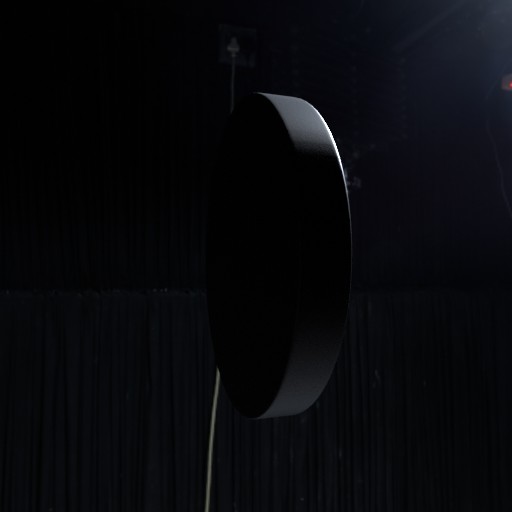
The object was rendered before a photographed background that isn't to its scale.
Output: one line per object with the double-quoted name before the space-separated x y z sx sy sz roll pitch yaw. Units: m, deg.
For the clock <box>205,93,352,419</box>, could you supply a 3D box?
"clock" 0.000 0.000 0.456 0.040 0.314 0.314 0 -1 -18
